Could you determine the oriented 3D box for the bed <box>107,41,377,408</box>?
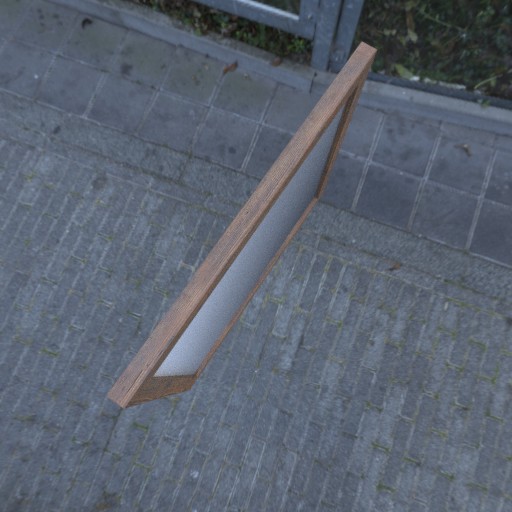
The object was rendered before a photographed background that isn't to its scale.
[{"bbox_3d":[0.000,0.000,1.479,0.046,0.942,1.046,33,78,8],"label":"bed"}]
